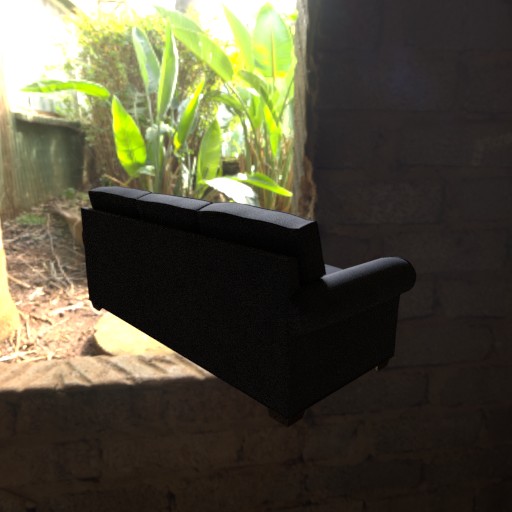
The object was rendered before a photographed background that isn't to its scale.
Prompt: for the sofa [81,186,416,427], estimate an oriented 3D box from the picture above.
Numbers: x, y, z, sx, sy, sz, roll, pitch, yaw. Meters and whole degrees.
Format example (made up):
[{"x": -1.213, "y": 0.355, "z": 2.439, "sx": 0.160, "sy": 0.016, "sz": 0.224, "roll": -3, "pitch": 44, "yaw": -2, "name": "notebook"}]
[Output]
[{"x": 0.000, "y": 0.000, "z": 3.484, "sx": 1.780, "sy": 1.063, "sz": 2.567, "roll": -13, "pitch": 19, "yaw": -41, "name": "sofa"}]
